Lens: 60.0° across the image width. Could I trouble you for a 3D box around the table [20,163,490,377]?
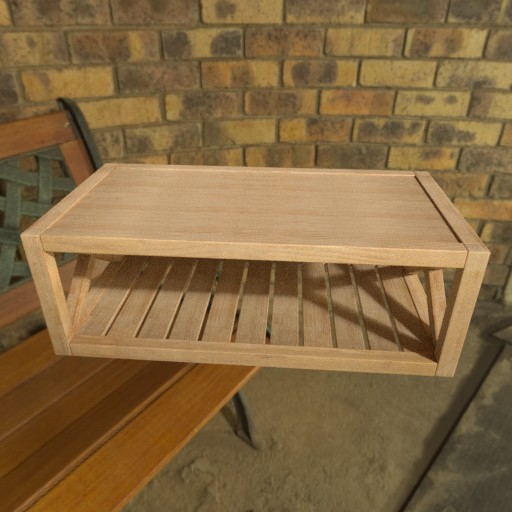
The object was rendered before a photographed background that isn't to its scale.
[{"bbox_3d":[0.000,0.000,1.624,1.321,0.457,0.660,2,30,4],"label":"table"}]
